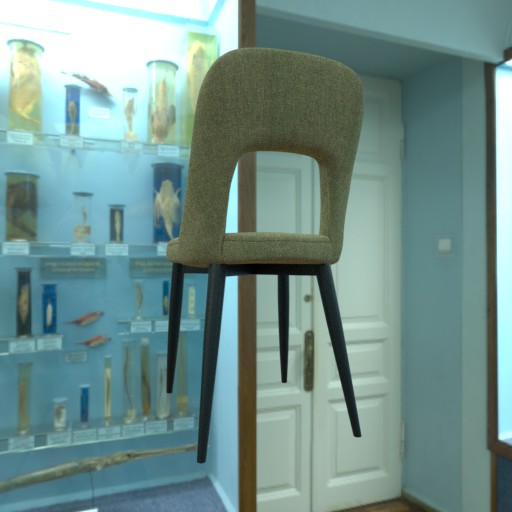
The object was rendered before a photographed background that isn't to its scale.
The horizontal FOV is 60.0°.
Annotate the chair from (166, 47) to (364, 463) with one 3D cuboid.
[{"bbox_3d":[0.000,0.000,1.278,0.470,0.931,0.612,0,-1,-18],"label":"chair"}]
